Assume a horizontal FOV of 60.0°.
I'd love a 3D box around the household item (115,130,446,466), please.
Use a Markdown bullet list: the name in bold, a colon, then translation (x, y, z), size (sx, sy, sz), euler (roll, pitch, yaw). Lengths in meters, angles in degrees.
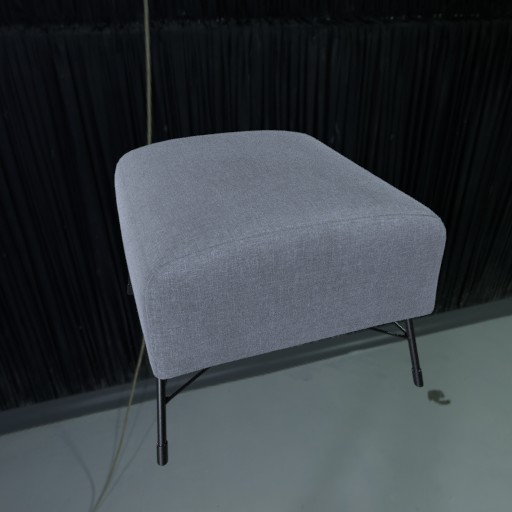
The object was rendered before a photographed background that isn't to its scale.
- **household item**: translation (0.000, 0.000, 0.917), size (0.530, 0.410, 0.530), euler (-10, 32, -17)
